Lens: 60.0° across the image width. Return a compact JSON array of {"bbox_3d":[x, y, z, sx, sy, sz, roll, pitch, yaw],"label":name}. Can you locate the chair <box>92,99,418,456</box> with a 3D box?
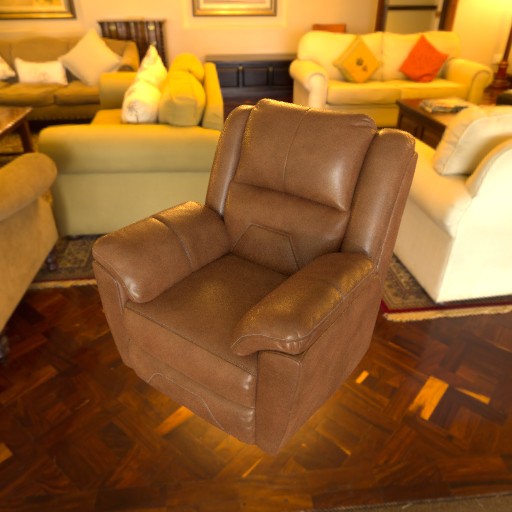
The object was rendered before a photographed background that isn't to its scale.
[{"bbox_3d":[0.000,0.000,1.885,0.990,1.093,1.041,20,37,29],"label":"chair"}]
